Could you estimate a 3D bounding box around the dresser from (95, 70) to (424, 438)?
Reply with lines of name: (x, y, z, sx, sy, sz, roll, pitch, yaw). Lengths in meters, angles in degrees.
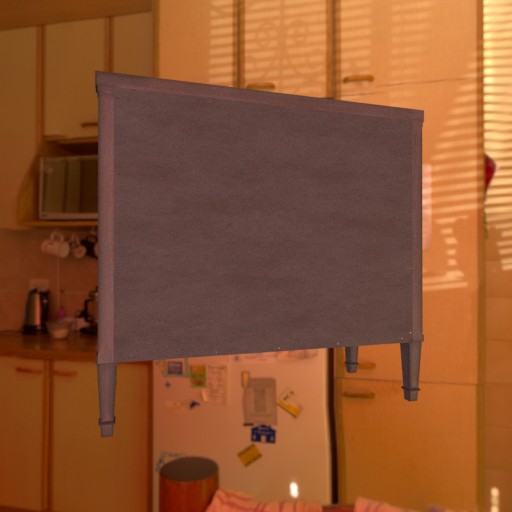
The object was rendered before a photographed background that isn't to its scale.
dresser: (0.000, 0.000, 1.559, 1.049, 0.986, 0.463, 0, 0, -18)
